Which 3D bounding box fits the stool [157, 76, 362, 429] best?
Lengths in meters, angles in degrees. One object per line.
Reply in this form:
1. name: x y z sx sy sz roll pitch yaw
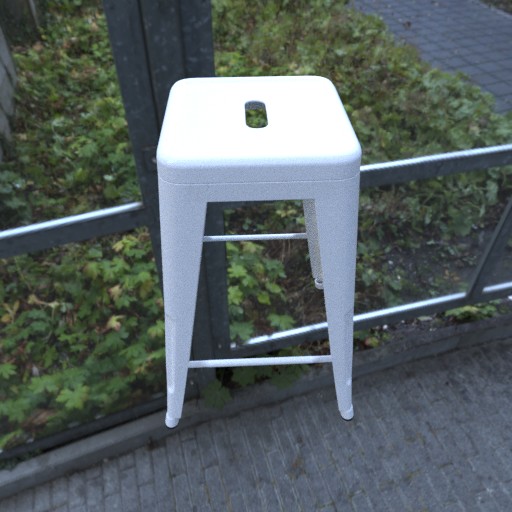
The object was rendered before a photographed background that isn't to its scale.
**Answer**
1. stool: 0.000 0.000 0.884 0.406 0.610 0.406 -2 43 -2
